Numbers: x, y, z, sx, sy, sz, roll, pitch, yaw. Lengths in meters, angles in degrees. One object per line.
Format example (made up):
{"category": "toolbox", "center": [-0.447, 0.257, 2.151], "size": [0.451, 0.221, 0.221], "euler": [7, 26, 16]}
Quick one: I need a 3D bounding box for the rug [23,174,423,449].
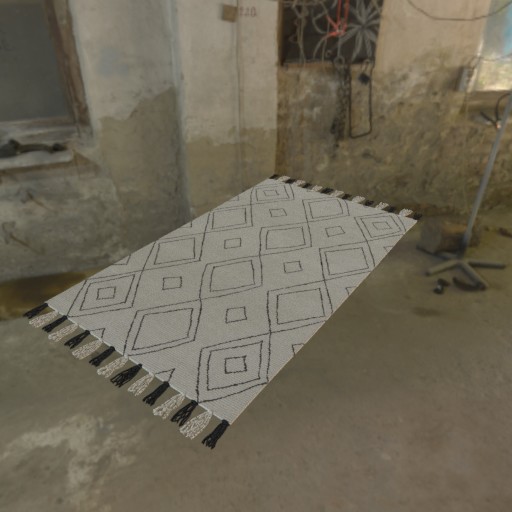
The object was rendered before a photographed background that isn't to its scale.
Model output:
{"category": "rug", "center": [0.000, 0.000, 3.204], "size": [1.524, 0.021, 2.755], "euler": [22, 39, 30]}
